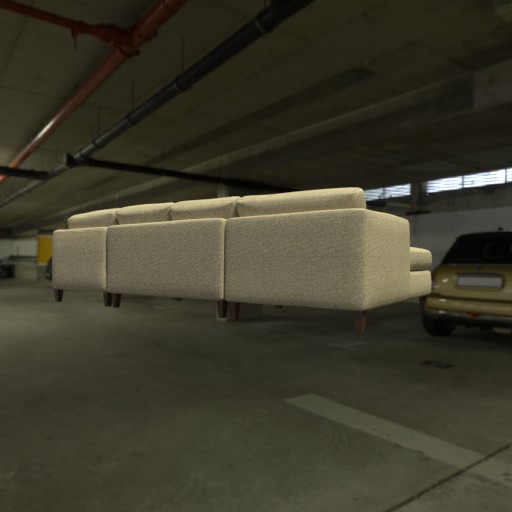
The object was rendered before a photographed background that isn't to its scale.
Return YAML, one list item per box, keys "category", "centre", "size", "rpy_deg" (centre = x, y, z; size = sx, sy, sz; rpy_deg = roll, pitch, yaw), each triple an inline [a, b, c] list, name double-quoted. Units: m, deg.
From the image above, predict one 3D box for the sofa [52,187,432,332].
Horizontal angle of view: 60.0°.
- category: "sofa"
  centre: [0.000, 0.000, 4.683]
  size: [3.460, 0.959, 2.593]
  rpy_deg: [0, -1, 35]
